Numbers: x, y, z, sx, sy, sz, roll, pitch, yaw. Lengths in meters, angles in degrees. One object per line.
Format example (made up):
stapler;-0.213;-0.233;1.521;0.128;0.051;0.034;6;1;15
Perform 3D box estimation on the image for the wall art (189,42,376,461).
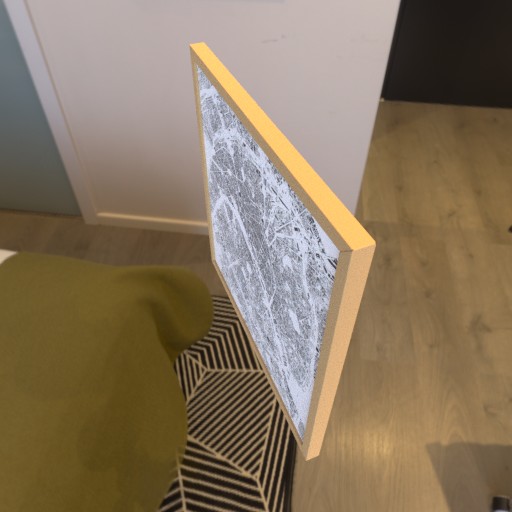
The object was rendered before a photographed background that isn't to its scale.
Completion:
wall art;0.000;0.000;1.107;0.037;0.761;0.761;-16;48;-15
